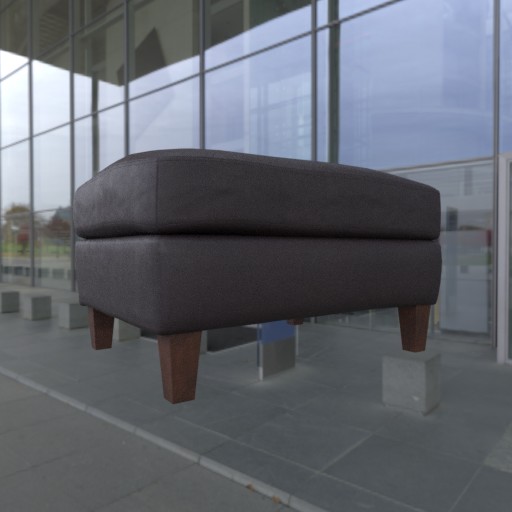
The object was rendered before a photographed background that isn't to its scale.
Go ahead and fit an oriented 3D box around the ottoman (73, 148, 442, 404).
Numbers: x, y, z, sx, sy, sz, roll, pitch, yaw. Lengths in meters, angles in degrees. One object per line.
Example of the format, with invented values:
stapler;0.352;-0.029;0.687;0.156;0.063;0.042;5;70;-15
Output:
ottoman;0.000;0.000;1.260;0.887;0.529;0.659;-1;1;-34
